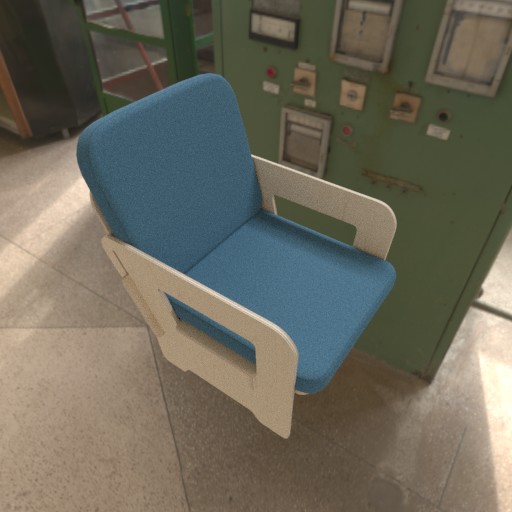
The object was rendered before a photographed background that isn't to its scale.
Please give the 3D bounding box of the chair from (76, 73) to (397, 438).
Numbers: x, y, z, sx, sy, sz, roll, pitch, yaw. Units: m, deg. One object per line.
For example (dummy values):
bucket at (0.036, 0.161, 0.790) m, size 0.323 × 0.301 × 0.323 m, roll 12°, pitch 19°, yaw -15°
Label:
chair at (0.000, 0.000, 1.188) m, size 0.657 × 0.747 × 0.547 m, roll 25°, pitch 48°, yaw 26°
